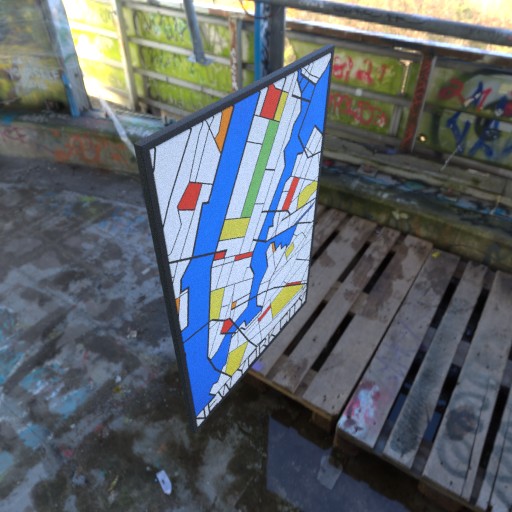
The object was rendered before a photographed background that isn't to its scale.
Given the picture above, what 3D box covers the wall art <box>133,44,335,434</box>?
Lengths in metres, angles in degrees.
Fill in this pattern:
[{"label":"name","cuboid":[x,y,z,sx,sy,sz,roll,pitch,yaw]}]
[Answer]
[{"label":"wall art","cuboid":[0.000,0.000,0.856,0.013,0.660,0.460,25,47,26]}]
